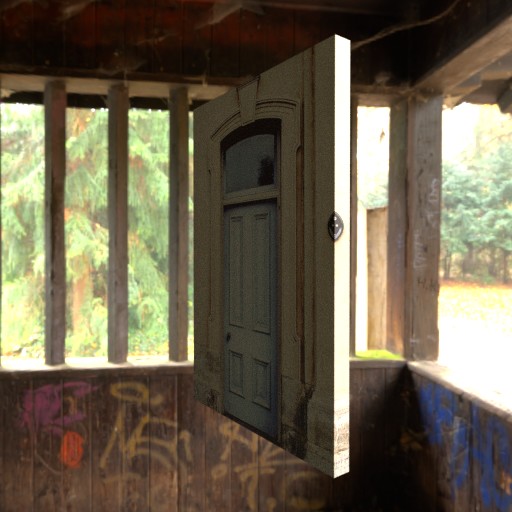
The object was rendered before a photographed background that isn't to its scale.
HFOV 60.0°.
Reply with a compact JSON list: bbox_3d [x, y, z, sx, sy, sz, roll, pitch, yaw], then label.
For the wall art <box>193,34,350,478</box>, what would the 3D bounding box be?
[{"bbox_3d":[0.000,0.000,0.979,0.038,0.764,0.508,-1,1,-36],"label":"wall art"}]
